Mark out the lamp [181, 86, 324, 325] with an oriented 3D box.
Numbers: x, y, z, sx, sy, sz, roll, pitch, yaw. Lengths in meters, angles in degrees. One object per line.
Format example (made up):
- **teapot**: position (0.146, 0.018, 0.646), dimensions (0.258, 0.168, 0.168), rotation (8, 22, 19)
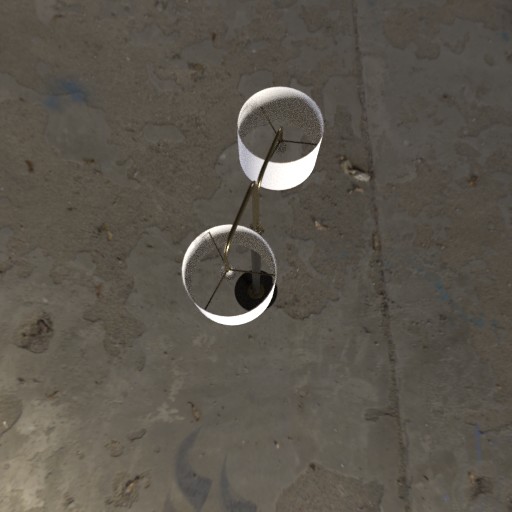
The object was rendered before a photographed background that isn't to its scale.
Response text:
- **lamp**: position (0.000, 0.000, 1.868), dimensions (0.254, 1.587, 0.711), rotation (18, 75, 5)
